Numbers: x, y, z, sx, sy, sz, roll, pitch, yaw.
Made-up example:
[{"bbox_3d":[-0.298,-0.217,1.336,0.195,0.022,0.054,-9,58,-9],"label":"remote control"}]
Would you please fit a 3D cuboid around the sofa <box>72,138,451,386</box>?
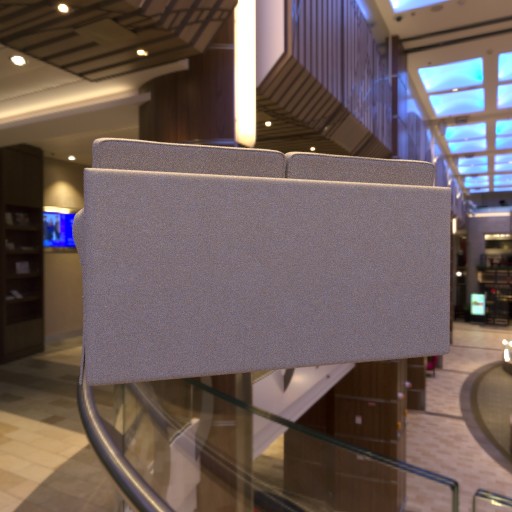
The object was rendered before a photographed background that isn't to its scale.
[{"bbox_3d":[0.000,0.000,2.312,1.727,0.940,0.991,0,1,-18],"label":"sofa"}]
